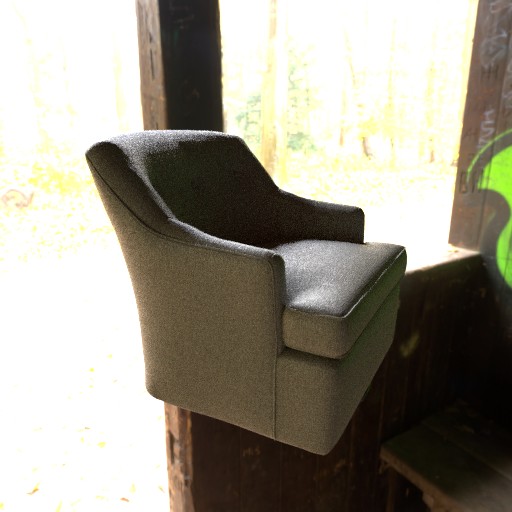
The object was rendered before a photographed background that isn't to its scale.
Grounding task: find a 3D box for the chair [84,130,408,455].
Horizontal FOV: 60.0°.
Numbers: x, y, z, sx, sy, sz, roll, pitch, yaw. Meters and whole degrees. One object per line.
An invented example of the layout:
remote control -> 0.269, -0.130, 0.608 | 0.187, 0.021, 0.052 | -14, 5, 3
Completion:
chair -> 0.000, 0.000, 1.576 | 0.923, 0.856, 0.864 | 9, 19, 28
